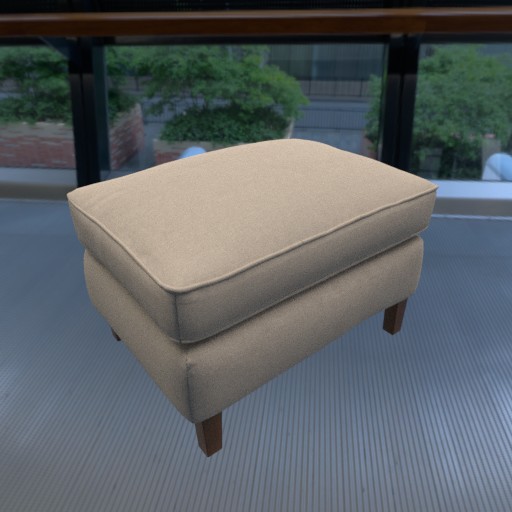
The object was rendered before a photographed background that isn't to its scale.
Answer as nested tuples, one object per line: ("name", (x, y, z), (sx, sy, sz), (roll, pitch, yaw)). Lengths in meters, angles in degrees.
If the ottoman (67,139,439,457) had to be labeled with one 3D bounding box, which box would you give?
("ottoman", (0.000, 0.000, 1.009), (0.665, 0.456, 0.501), (-22, 37, -32))
